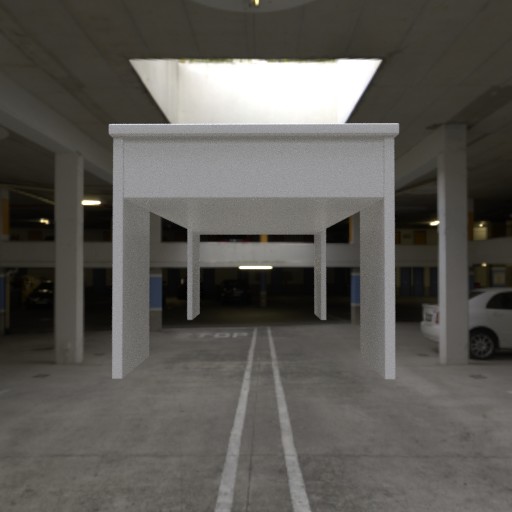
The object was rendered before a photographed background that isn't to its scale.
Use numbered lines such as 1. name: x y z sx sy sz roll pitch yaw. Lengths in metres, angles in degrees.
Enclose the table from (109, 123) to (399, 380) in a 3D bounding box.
1. table: 0.000 0.000 1.258 0.500 0.440 1.000 0 -1 0
